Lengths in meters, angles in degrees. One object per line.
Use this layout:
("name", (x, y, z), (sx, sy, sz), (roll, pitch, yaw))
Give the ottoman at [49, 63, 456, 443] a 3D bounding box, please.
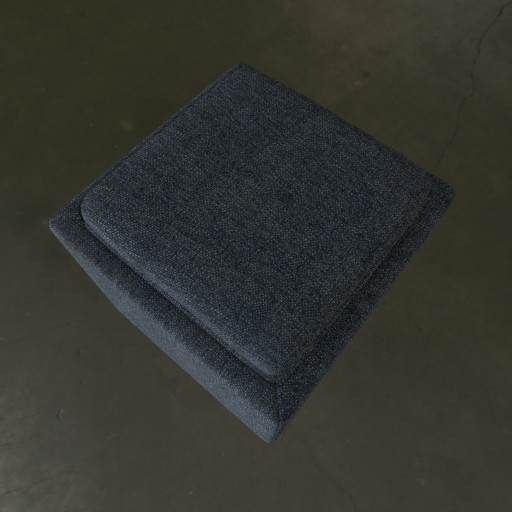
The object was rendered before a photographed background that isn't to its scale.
("ottoman", (0.000, 0.000, 0.820), (0.450, 0.460, 0.450), (37, 69, 16))
